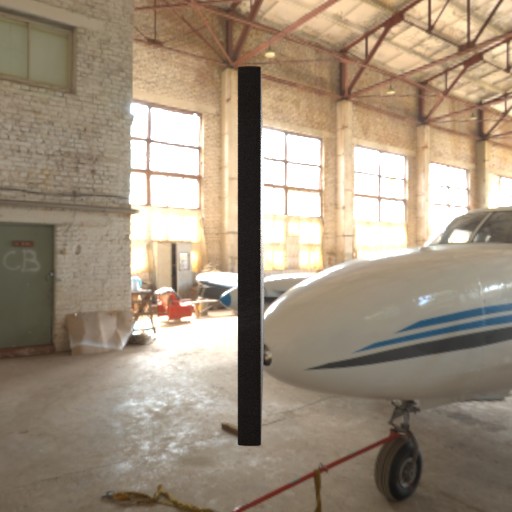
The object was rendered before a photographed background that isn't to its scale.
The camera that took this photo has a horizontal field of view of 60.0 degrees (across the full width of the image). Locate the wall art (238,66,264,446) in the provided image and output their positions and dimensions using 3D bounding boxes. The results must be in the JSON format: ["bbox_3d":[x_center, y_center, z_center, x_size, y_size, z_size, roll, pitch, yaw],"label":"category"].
[{"bbox_3d":[0.000,0.000,1.166,0.038,0.612,0.912,0,0,1],"label":"wall art"}]
